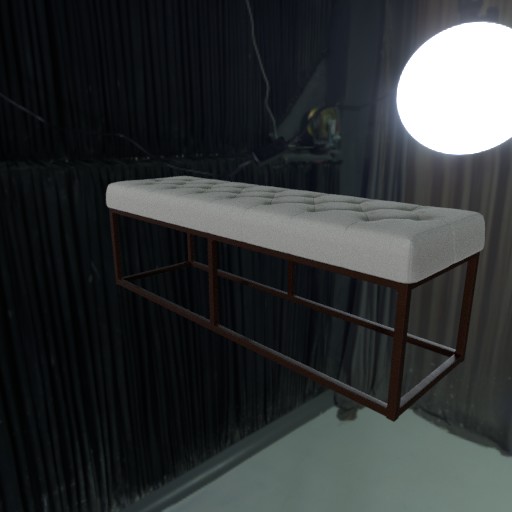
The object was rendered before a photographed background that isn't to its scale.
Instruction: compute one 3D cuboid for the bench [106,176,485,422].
[{"bbox_3d":[0.000,0.000,1.708,0.479,0.488,1.488,-15,22,-42],"label":"bench"}]
